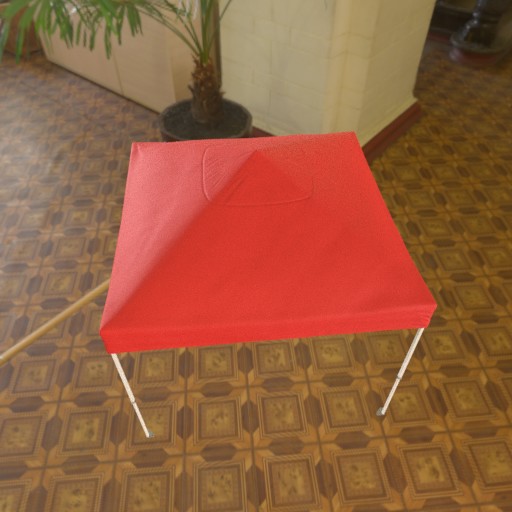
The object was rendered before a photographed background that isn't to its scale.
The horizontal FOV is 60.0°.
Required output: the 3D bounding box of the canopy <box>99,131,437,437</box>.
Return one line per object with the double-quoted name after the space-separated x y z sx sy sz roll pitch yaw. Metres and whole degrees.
0.000 0.000 5.417 2.996 2.997 2.998 -4 46 -4 "canopy"
